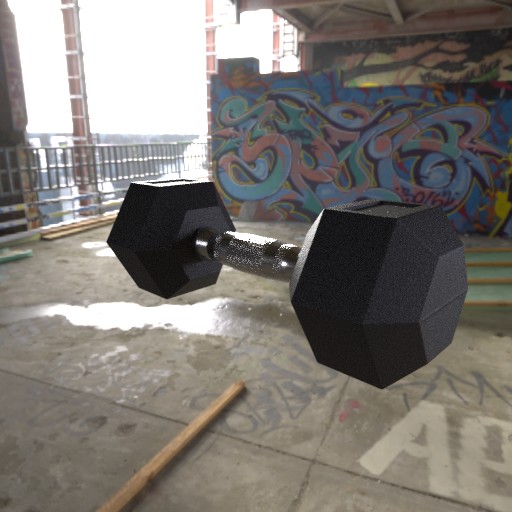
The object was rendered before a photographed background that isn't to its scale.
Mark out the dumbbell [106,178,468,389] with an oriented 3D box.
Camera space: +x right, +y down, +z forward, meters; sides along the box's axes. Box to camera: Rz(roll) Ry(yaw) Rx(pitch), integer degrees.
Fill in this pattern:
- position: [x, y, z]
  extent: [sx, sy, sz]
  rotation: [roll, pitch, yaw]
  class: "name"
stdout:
- position: [0.000, 0.000, 0.349]
  extent: [0.297, 0.101, 0.116]
  rotation: [14, 21, 42]
  class: "dumbbell"
